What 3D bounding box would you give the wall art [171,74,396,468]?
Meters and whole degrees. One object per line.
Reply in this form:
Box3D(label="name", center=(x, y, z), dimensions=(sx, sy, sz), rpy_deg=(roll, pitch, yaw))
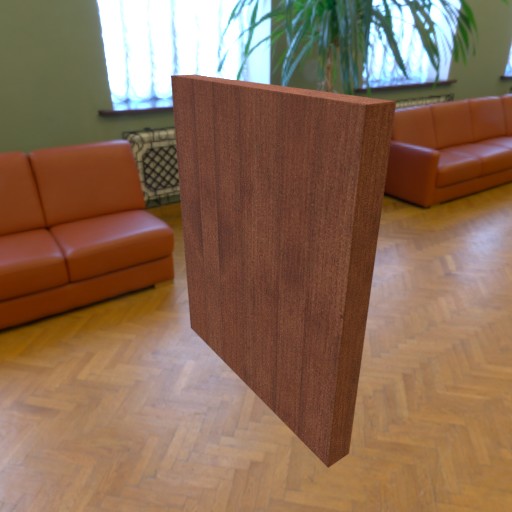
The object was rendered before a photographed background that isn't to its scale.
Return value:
Box3D(label="wall art", center=(0.000, 0.000, 0.622), dimensions=(0.039, 0.449, 0.377), rpy_deg=(-18, 31, -31))
